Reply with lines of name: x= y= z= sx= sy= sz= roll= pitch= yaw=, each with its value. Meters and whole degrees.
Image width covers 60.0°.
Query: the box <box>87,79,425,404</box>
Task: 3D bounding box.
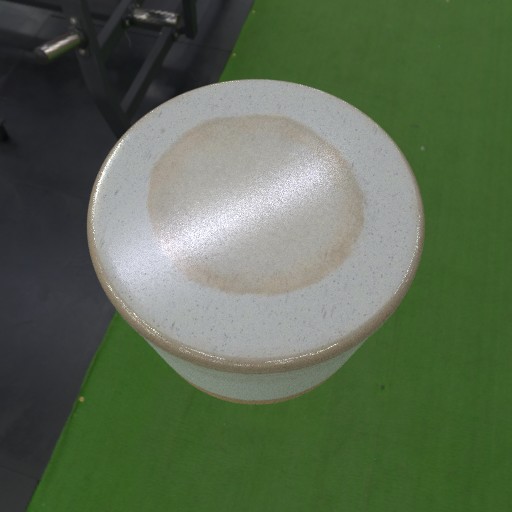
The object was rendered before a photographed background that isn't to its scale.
box: x=0.000 y=0.000 z=0.255 sx=0.154 sy=0.123 sz=0.154 roll=0 pitch=64 yaw=0
